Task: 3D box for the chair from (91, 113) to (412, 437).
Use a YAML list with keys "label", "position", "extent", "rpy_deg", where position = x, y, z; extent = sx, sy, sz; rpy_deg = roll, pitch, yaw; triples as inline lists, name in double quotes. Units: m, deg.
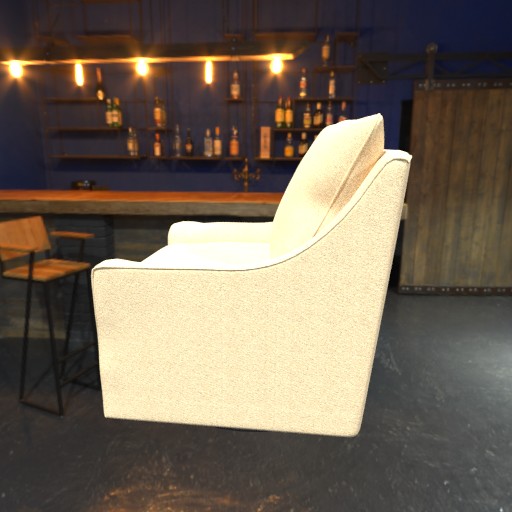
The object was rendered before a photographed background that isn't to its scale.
- label: "chair"
  position: [0.000, 0.000, 1.569]
  extent: [0.876, 0.927, 0.760]
  rpy_deg: [2, 14, 7]
